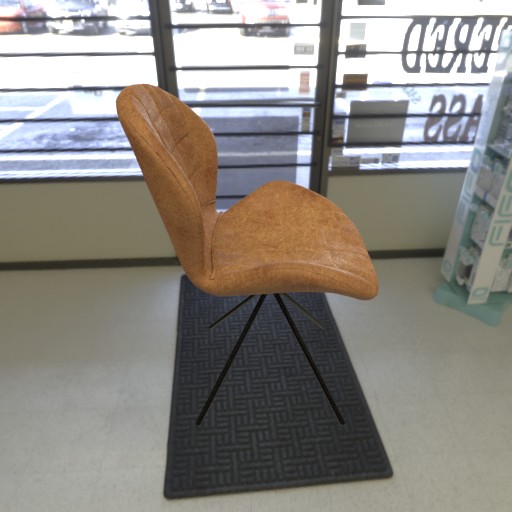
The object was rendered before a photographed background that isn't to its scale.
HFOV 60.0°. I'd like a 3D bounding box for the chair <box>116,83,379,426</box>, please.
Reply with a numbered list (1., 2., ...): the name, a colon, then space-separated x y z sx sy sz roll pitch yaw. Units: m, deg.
1. chair: 0.000 0.000 1.275 0.640 0.929 0.527 0 32 0
